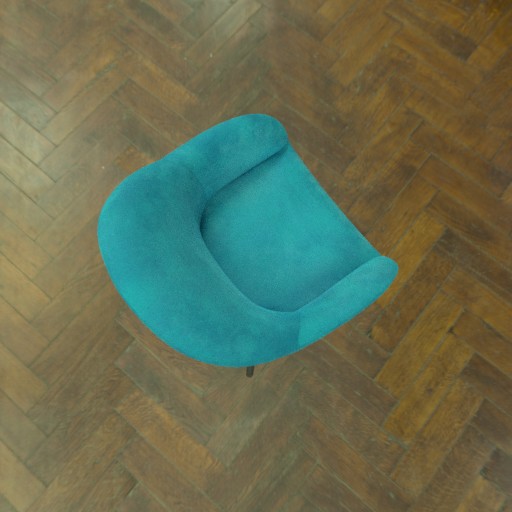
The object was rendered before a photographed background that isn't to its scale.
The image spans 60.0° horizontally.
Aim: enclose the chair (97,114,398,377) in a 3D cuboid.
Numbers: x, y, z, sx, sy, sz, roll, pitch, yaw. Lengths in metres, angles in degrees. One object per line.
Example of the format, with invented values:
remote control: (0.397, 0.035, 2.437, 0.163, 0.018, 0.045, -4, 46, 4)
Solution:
chair: (0.000, 0.000, 1.185, 0.590, 0.795, 0.550, -35, 78, -9)
